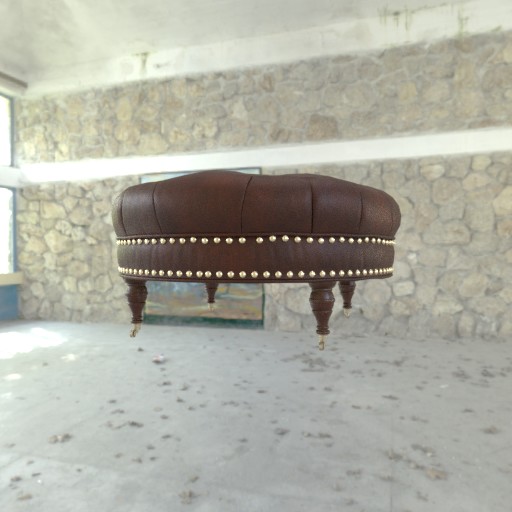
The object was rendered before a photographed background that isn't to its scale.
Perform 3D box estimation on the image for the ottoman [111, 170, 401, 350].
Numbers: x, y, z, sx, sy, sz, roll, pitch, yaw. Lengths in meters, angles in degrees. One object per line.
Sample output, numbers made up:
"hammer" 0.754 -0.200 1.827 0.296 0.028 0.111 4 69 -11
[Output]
"ottoman" 0.000 0.000 1.432 0.901 0.455 0.901 0 1 0
